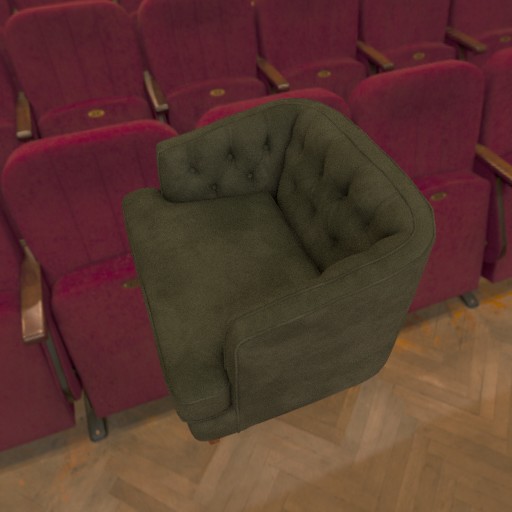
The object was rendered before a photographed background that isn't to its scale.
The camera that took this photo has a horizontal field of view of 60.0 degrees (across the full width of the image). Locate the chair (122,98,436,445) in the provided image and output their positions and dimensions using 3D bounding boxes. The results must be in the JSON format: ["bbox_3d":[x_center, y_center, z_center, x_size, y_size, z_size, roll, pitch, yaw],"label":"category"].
[{"bbox_3d":[0.000,0.000,1.796,0.941,0.852,1.104,-15,48,-14],"label":"chair"}]
